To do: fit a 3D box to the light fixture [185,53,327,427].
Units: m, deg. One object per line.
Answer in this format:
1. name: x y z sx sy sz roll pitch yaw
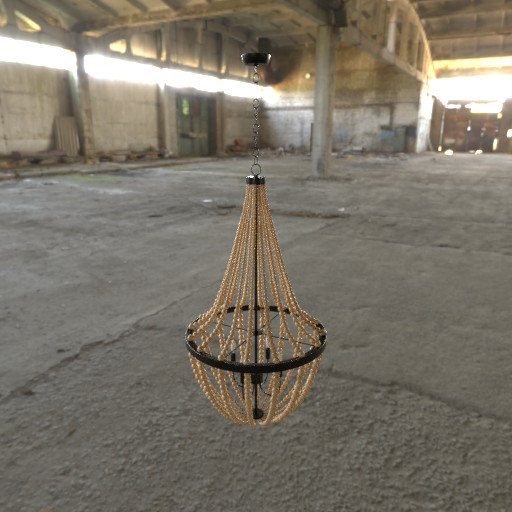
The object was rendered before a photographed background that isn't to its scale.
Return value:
1. light fixture: 0.000 0.000 1.357 0.450 1.133 0.450 0 15 0
